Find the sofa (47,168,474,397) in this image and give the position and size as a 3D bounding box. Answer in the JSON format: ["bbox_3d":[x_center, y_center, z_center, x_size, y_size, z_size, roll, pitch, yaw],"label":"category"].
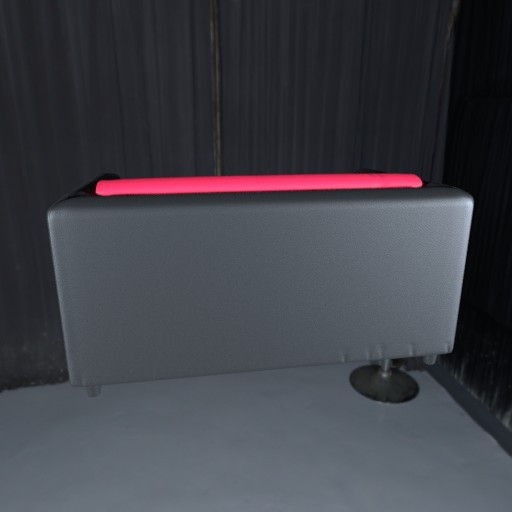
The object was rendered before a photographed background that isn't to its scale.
[{"bbox_3d":[0.000,0.000,1.898,1.410,0.735,0.845,-3,17,-9],"label":"sofa"}]
